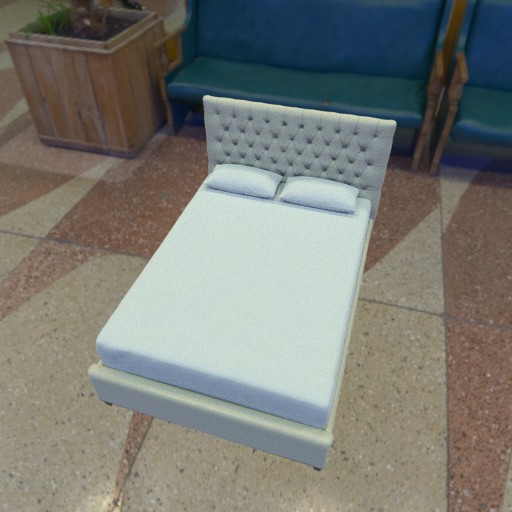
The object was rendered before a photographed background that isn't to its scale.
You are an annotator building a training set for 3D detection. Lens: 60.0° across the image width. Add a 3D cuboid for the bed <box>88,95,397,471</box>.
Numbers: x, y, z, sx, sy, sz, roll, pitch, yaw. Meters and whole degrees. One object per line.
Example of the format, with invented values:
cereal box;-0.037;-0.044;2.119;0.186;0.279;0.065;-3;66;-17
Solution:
bed;0.000;0.000;3.465;1.698;1.427;2.387;12;44;13
